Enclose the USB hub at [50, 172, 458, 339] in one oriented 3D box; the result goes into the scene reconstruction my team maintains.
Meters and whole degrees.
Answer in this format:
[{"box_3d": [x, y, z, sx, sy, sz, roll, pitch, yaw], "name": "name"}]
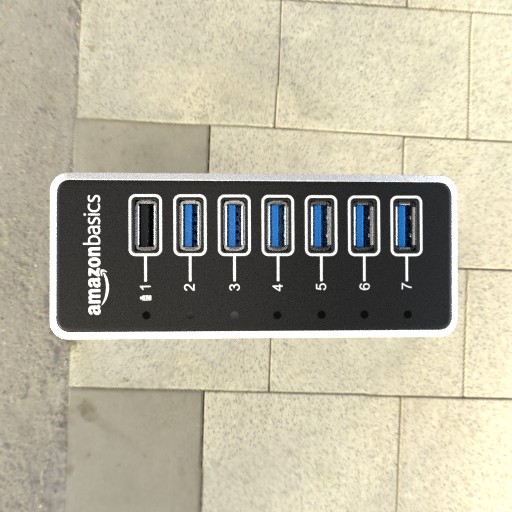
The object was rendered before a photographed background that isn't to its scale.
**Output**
[{"box_3d": [0.000, 0.000, 0.130, 0.110, 0.023, 0.044, 0, 90, -2], "name": "USB hub"}]
